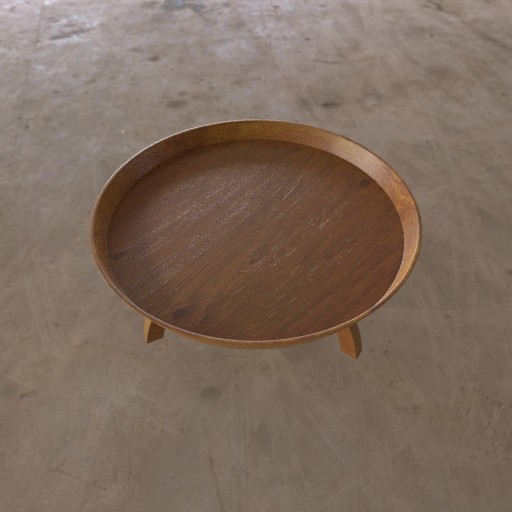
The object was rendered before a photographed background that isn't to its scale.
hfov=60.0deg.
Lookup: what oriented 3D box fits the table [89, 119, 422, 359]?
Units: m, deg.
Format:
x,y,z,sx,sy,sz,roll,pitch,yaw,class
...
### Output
x,y,z,sx,sy,sz,roll,pitch,yaw,class
0.000,0.000,1.534,1.016,0.470,1.016,0,46,0,table
